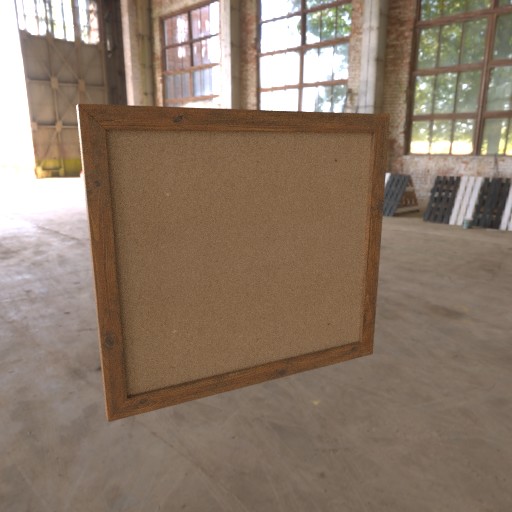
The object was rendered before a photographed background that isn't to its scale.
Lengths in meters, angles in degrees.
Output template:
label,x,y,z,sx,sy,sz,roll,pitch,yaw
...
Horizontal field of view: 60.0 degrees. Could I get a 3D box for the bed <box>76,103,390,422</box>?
label,x,y,z,sx,sy,sz,roll,pitch,yaw
bed,0.000,0.000,1.504,1.046,0.942,0.046,-7,16,-25
